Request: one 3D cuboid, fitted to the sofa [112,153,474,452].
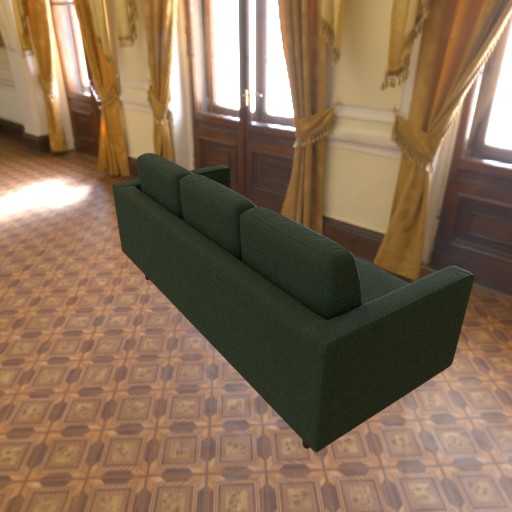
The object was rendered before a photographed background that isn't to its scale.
[{"bbox_3d":[0.000,0.000,2.460,0.879,0.899,2.029,-17,32,-31],"label":"sofa"}]
